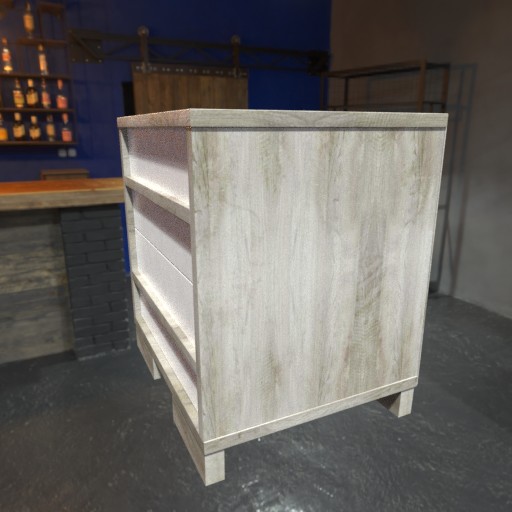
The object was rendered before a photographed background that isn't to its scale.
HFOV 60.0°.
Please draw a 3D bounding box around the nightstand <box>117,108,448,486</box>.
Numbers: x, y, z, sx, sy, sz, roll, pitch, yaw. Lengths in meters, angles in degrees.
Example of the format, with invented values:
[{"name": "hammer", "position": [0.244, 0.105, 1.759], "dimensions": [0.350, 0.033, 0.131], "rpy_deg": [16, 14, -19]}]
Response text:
[{"name": "nightstand", "position": [0.000, 0.000, 0.743], "dimensions": [0.347, 0.448, 0.427], "rpy_deg": [-8, 18, -25]}]
